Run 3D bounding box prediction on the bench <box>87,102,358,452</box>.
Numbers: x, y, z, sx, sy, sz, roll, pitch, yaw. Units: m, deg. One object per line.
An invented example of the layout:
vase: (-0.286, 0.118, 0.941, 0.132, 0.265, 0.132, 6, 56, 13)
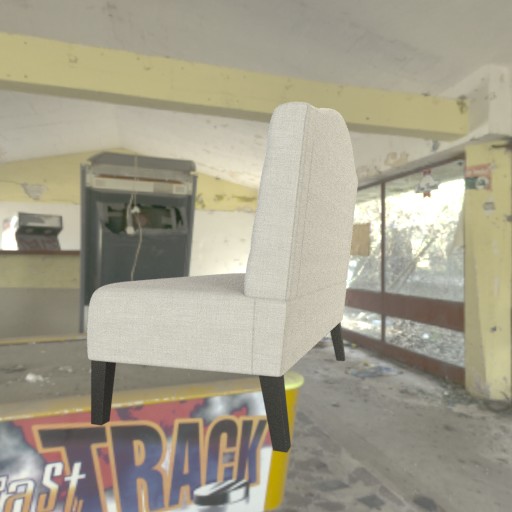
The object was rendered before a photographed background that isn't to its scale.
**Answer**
bench: (0.000, 0.000, 2.036, 0.815, 1.180, 1.335, 0, 0, 19)
